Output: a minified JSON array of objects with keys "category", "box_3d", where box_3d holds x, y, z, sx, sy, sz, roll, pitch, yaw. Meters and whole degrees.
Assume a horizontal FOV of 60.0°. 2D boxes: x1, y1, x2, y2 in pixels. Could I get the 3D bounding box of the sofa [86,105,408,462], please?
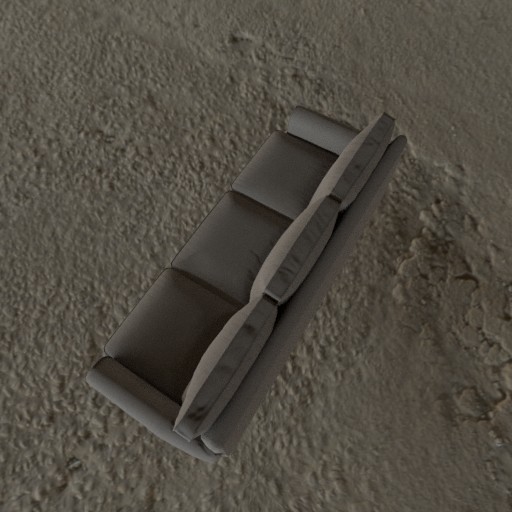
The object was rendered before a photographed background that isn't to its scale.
[{"category":"sofa","box_3d":[0.000,0.000,2.822,0.966,0.948,2.353,29,67,14]}]
